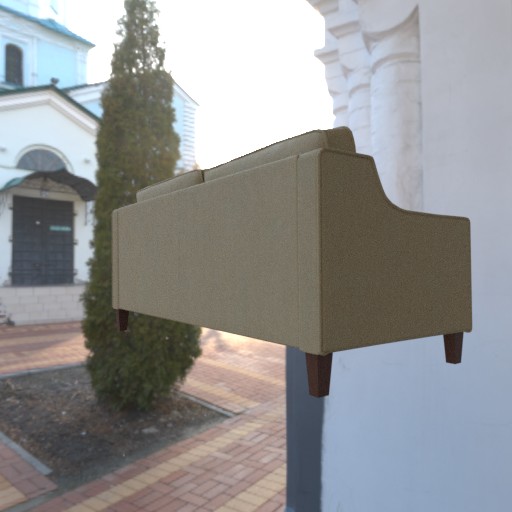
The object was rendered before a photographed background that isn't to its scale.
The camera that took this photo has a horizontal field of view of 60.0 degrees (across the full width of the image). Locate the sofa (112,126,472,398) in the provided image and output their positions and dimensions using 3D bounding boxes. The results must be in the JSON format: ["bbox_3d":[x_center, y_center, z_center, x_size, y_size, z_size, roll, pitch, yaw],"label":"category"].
[{"bbox_3d":[0.000,0.000,2.737,1.066,1.071,2.178,1,-2,-37],"label":"sofa"}]
